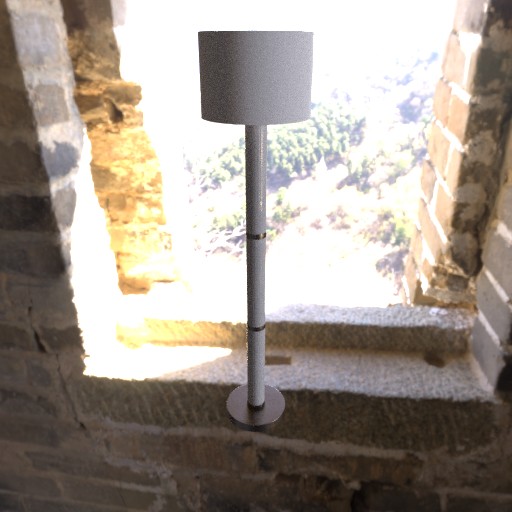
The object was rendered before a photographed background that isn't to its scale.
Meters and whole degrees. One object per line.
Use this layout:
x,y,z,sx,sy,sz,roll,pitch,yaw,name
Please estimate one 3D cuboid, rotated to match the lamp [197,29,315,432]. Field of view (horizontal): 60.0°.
0.000,0.000,1.758,0.377,1.599,0.377,-18,30,-33,lamp
